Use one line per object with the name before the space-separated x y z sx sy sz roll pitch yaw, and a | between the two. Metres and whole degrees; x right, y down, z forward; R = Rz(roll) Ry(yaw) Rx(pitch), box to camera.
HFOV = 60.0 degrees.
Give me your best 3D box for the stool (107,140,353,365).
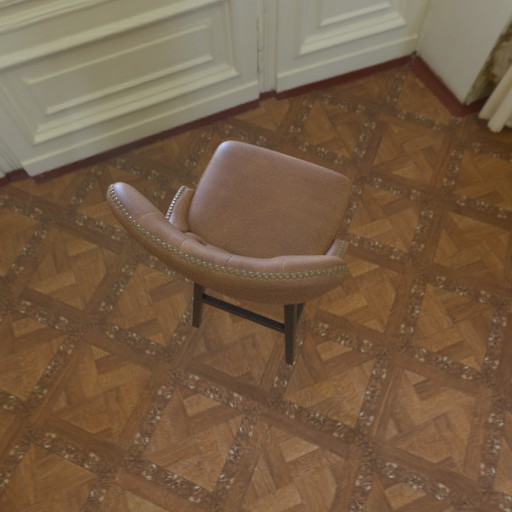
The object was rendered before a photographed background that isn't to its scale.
stool | 0.000 0.000 1.393 0.528 1.050 0.601 20 66 9
